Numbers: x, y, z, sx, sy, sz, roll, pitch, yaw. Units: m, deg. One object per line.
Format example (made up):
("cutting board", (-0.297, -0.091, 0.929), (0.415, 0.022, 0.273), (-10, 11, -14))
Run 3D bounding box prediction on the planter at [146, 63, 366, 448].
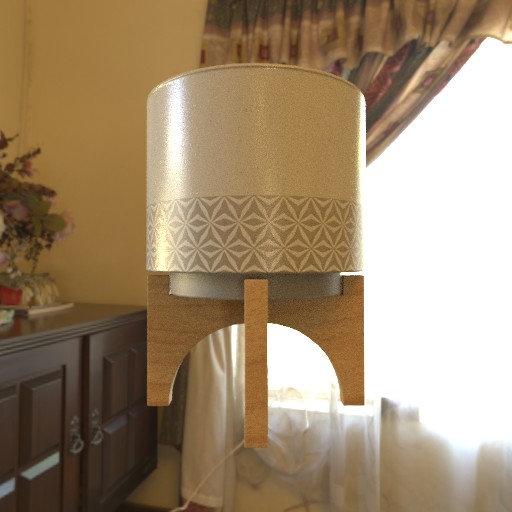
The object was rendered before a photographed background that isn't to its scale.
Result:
("planter", (0.000, 0.000, 0.518), (0.249, 0.343, 0.249), (0, -1, 0))
